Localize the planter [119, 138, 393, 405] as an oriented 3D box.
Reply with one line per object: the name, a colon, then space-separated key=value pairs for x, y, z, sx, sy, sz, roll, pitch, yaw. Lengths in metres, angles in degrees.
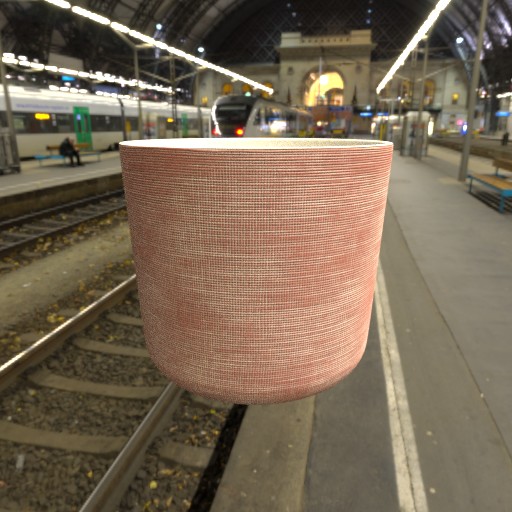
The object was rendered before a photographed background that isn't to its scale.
planter: x=0.000 y=0.000 z=0.796 sx=0.440 sy=0.398 sz=0.440 roll=0 pitch=16 yaw=0
